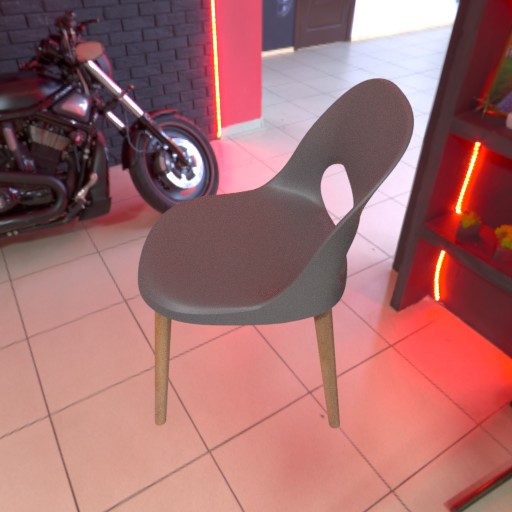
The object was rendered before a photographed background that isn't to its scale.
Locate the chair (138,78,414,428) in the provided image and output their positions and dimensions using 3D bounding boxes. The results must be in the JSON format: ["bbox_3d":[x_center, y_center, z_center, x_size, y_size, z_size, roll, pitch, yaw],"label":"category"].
[{"bbox_3d":[0.000,0.000,1.085,0.556,0.795,0.470,0,39,0],"label":"chair"}]
